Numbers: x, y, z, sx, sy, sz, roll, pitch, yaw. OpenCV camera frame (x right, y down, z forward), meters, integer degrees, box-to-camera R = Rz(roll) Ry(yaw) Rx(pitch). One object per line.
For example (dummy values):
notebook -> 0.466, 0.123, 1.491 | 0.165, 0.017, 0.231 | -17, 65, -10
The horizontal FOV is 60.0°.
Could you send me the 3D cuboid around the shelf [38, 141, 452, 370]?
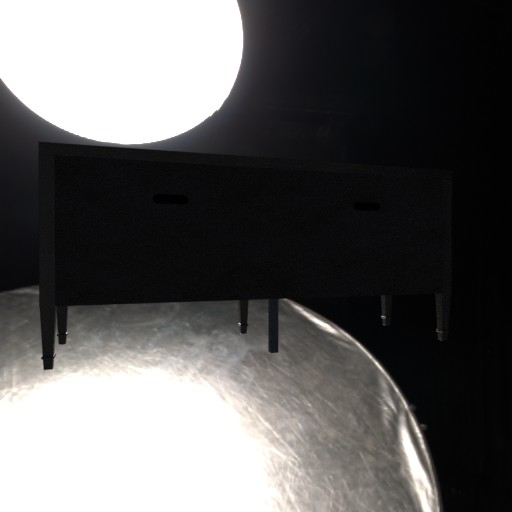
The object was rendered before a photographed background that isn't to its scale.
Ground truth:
shelf -> 0.000, 0.000, 1.850 | 1.575, 0.719, 0.479 | 0, 0, -18
